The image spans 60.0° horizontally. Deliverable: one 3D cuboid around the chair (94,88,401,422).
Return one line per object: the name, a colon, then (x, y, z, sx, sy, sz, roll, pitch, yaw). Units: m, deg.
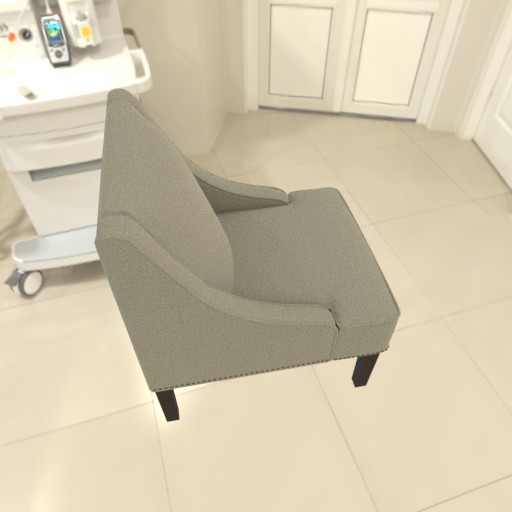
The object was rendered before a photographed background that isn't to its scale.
chair: (0.000, 0.000, 1.375, 0.737, 0.864, 0.610, -8, 47, -7)
